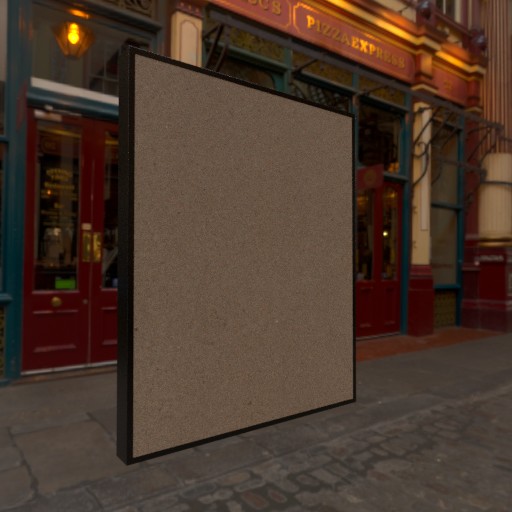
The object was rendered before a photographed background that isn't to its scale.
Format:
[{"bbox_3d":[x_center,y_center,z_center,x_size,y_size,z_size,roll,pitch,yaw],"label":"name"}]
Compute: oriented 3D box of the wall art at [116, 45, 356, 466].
[{"bbox_3d":[0.000,0.000,0.729,0.448,0.551,0.038,1,-1,-37],"label":"wall art"}]
